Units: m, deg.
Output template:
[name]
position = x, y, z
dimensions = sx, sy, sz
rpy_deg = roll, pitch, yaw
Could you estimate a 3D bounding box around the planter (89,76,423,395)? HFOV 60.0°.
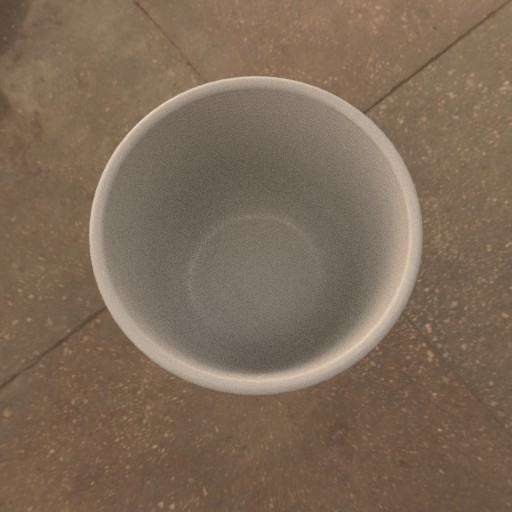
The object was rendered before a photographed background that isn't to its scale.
[planter]
position = 0.000, 0.000, 0.216
dimensions = 0.124, 0.109, 0.124
rpy_deg = 0, 76, 0
